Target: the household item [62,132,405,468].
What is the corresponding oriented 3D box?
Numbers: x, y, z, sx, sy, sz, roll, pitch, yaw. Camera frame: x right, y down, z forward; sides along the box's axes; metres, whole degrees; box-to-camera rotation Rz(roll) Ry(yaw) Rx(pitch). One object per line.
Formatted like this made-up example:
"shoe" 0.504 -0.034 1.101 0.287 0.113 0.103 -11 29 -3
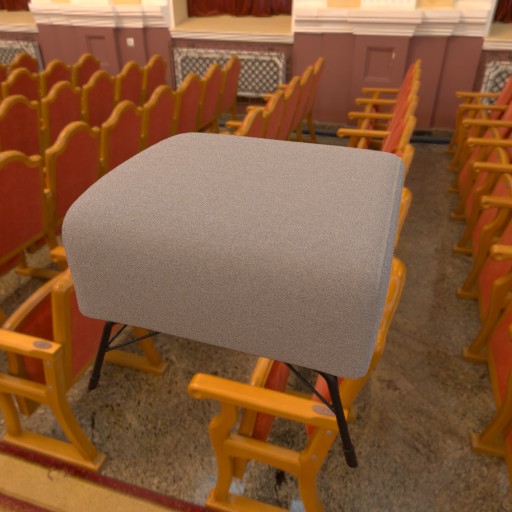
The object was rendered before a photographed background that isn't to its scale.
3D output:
"household item" 0.000 0.000 0.907 0.530 0.410 0.530 10 33 16
